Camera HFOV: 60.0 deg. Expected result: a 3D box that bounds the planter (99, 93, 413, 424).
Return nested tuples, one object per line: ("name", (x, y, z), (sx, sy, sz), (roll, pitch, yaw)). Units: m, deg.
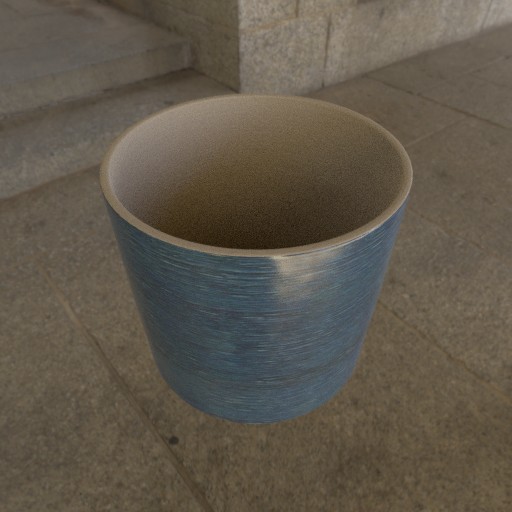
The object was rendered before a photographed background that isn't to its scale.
("planter", (0.000, 0.000, 0.391), (0.221, 0.201, 0.221), (0, 42, 0))
